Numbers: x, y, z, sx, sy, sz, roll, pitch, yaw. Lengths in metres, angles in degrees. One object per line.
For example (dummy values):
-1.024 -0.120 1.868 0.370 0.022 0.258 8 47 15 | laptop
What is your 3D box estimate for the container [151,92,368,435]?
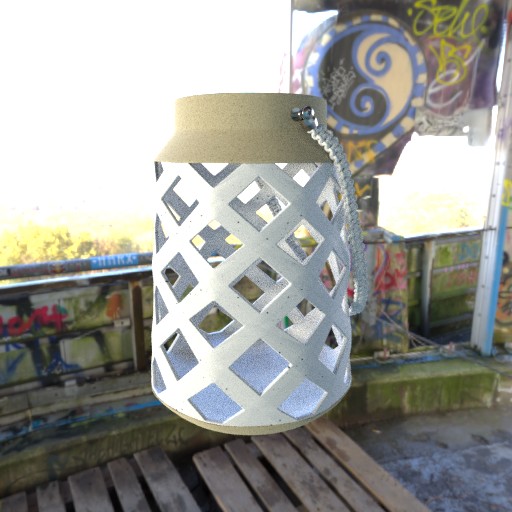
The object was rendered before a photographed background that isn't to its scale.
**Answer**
0.000 0.000 0.399 0.198 0.264 0.188 -7 15 -27 | container
